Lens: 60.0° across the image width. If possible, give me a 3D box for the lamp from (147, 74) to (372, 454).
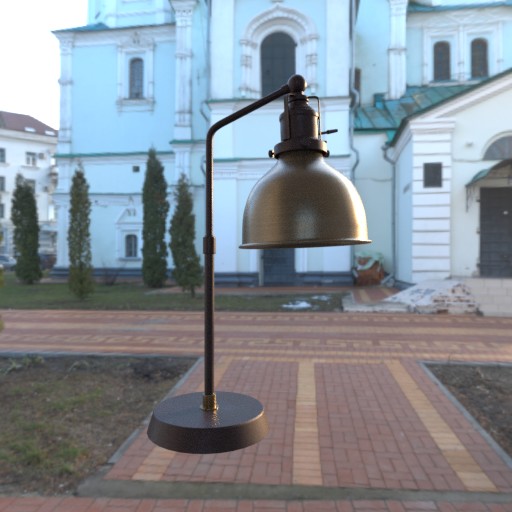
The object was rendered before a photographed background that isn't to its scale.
[{"bbox_3d":[0.000,0.000,0.589,0.298,0.469,0.175,0,0,19],"label":"lamp"}]
